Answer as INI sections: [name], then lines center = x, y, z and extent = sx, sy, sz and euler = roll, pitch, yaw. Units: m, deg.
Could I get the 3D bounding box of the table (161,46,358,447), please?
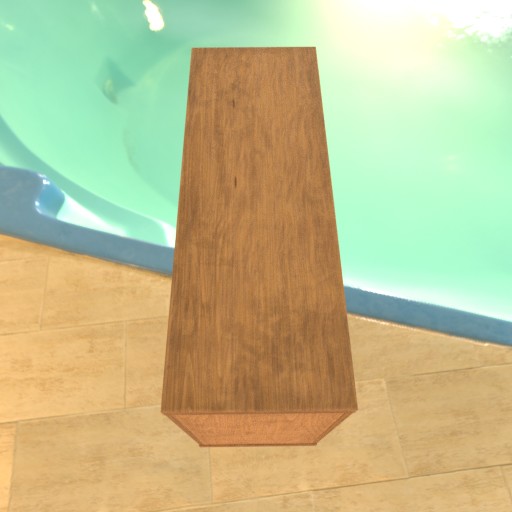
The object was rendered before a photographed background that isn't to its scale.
[table]
center = 0.000, 0.000, 1.528
extent = 0.410, 0.771, 1.151
euler = -1, 62, 0
